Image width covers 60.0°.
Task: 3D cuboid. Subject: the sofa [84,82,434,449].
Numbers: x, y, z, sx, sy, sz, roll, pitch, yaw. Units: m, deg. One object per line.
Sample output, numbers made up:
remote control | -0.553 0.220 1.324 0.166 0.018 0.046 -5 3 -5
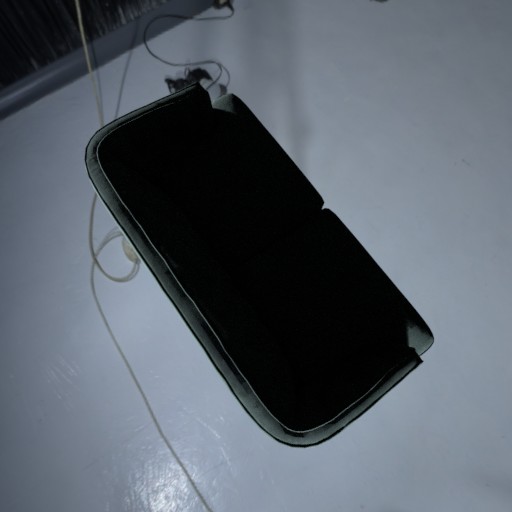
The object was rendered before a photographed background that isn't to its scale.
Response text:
sofa | 0.000 0.000 2.264 0.941 0.855 1.733 -35 77 -9
